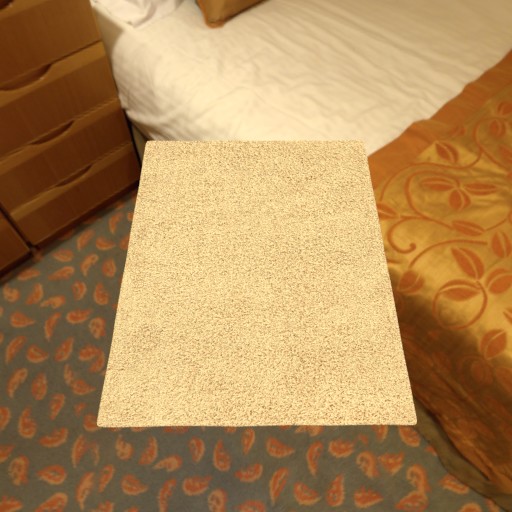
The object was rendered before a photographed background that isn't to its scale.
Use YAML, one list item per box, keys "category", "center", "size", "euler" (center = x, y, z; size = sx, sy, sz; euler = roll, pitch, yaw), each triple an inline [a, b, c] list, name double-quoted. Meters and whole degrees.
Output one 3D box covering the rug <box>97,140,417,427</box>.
- category: "rug"
  center: [0.000, 0.000, 4.168]
  size: [2.438, 0.029, 3.047]
  euler: [0, 58, 0]
